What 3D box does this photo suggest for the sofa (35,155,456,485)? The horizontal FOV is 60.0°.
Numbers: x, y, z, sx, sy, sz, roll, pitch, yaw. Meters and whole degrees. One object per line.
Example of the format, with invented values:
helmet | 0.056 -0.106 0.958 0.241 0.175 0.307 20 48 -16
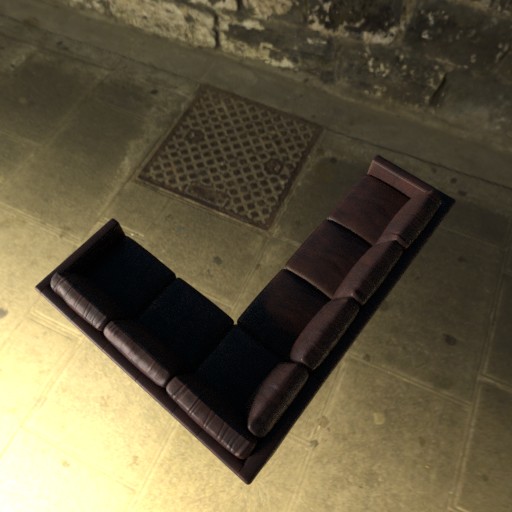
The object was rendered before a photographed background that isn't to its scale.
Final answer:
sofa | 0.000 0.000 4.300 2.438 0.836 3.152 36 69 17
